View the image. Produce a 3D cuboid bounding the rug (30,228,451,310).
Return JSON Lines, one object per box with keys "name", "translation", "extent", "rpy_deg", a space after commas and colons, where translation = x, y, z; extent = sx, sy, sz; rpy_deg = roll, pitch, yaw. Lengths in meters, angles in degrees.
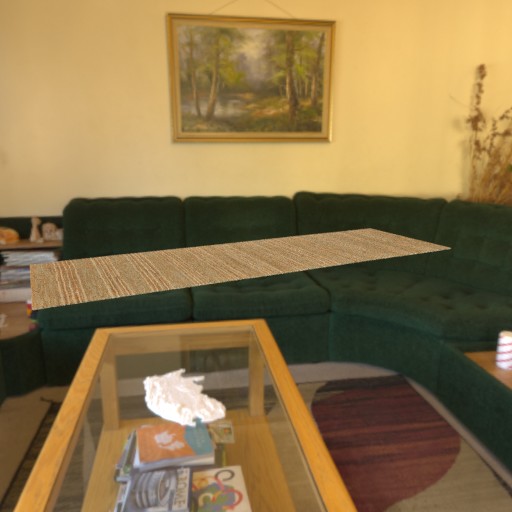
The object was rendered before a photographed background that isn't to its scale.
{"name": "rug", "translation": [0.000, 0.000, 2.675], "extent": [2.438, 0.006, 0.783], "rpy_deg": [-7, 16, -26]}
